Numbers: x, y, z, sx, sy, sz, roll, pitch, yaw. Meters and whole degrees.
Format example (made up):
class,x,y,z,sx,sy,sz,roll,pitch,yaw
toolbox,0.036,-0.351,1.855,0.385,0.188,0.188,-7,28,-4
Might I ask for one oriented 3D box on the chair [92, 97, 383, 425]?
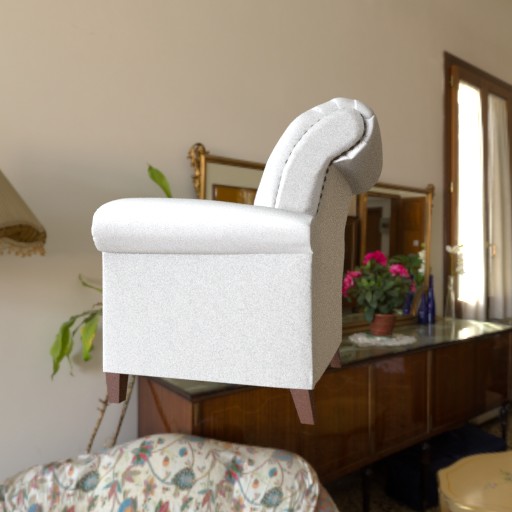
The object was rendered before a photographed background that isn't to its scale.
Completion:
class,x,y,z,sx,sy,sz,roll,pitch,yaw
chair,0.000,0.000,1.625,0.890,0.927,0.854,0,0,17
